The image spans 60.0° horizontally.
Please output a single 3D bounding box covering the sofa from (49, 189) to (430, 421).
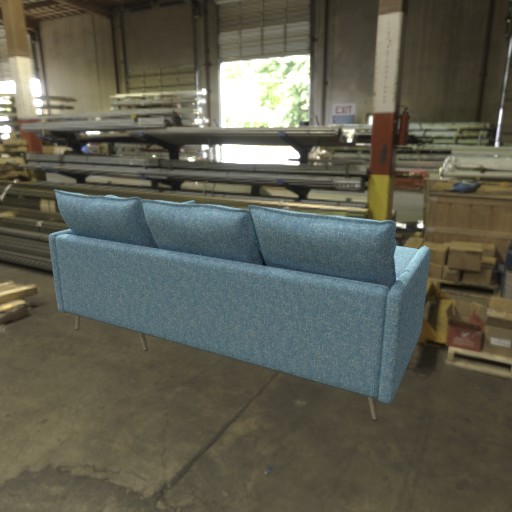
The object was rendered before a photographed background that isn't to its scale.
[{"bbox_3d":[0.000,0.000,2.788,2.034,0.899,1.420,9,18,27],"label":"sofa"}]
